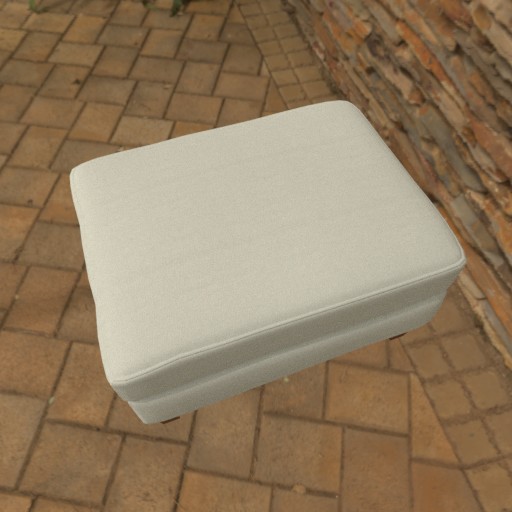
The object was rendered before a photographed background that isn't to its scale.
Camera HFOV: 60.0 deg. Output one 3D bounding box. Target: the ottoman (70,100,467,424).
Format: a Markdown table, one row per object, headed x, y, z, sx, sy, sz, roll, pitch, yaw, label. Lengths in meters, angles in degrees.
| x | y | z | sx | sy | sz | roll | pitch | yaw | label |
| --- | --- | --- | --- | --- | --- | --- | --- | --- | --- |
| 0.000 | 0.000 | 1.215 | 0.818 | 0.496 | 0.634 | -17 | 58 | -11 | ottoman |
